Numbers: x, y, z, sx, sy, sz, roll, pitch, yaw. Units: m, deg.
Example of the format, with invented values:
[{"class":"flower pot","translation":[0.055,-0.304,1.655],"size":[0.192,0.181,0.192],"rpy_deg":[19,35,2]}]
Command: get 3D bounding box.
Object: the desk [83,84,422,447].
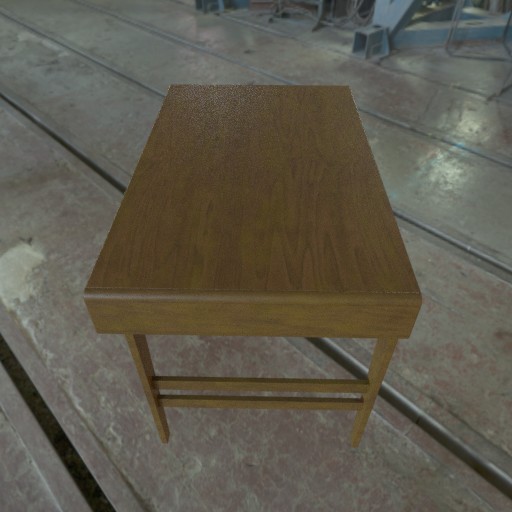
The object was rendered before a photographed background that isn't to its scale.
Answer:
[{"class":"desk","translation":[0.000,0.000,1.497],"size":[0.660,0.754,1.066],"rpy_deg":[1,42,1]}]
